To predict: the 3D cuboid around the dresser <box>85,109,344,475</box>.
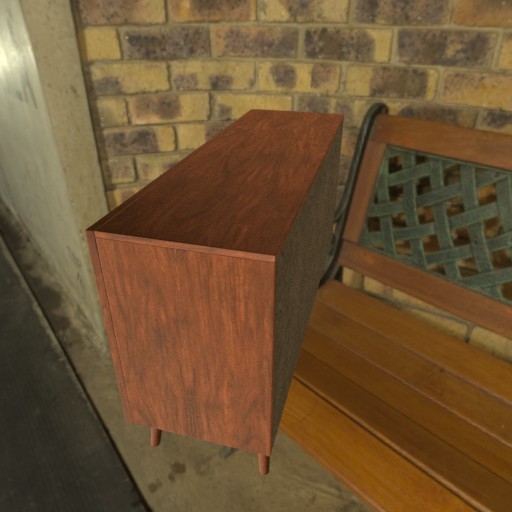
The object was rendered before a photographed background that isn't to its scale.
[{"bbox_3d":[0.000,0.000,1.867,0.500,0.889,1.472,8,31,14],"label":"dresser"}]
